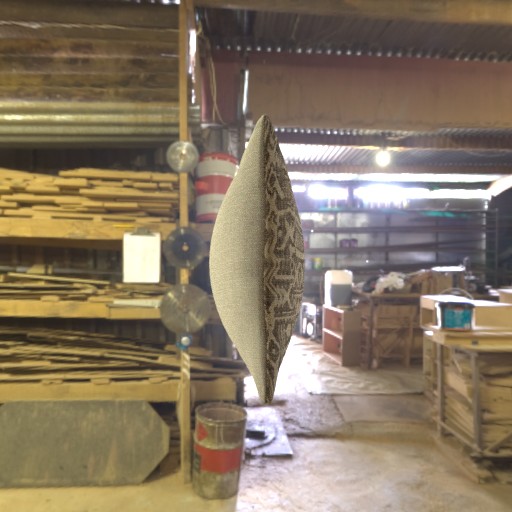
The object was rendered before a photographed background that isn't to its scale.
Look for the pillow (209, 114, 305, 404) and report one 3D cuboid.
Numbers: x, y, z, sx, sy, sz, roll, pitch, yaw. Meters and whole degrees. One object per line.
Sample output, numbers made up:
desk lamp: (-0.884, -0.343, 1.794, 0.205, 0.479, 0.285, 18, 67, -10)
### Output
pillow: (0.000, 0.000, 0.744, 0.148, 0.290, 0.631, 0, 0, -2)
